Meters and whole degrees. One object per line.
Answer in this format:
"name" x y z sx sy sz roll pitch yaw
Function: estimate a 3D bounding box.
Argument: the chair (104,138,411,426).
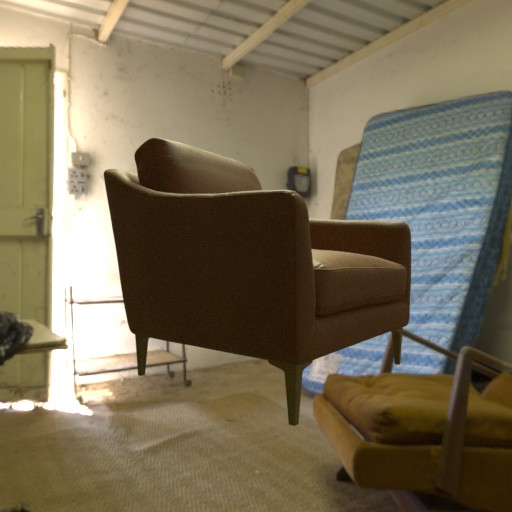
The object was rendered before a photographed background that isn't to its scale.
"chair" 0.000 0.000 1.743 0.963 0.895 0.988 -1 -2 35
